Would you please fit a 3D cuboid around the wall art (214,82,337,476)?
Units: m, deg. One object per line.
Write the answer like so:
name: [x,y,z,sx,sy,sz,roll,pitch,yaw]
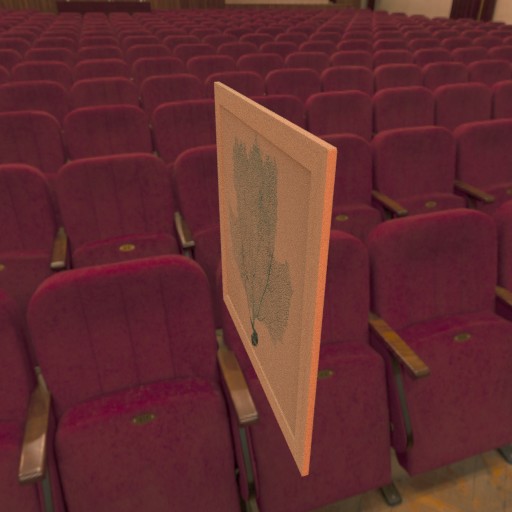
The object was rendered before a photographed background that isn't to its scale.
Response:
wall art: [0.000,0.000,0.889,0.013,0.584,0.584,-9,30,-15]
